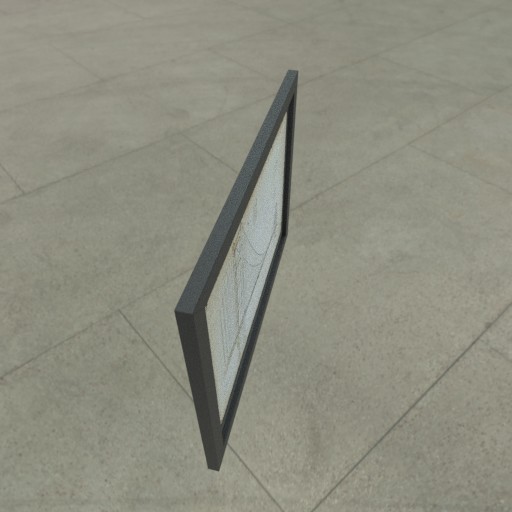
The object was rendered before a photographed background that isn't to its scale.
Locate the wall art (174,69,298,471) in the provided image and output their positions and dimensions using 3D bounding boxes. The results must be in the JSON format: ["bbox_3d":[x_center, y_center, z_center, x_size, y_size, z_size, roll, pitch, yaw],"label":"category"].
[{"bbox_3d":[0.000,0.000,0.571,0.016,0.306,0.432,10,46,10],"label":"wall art"}]
